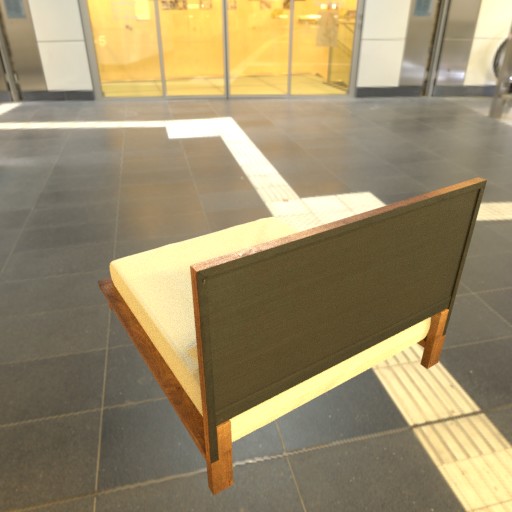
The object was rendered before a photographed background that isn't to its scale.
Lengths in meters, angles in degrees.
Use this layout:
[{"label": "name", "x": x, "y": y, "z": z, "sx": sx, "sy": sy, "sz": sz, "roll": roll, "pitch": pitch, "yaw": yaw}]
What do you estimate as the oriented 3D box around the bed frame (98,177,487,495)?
[{"label": "bed frame", "x": 0.000, "y": 0.000, "z": 3.515, "sx": 2.038, "sy": 1.537, "sz": 2.235, "roll": -18, "pitch": 34, "yaw": -28}]
